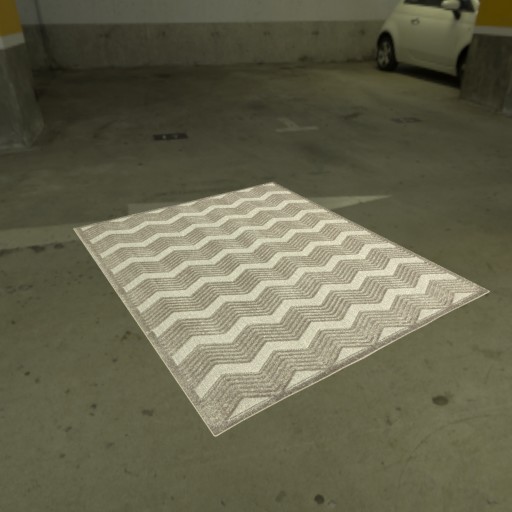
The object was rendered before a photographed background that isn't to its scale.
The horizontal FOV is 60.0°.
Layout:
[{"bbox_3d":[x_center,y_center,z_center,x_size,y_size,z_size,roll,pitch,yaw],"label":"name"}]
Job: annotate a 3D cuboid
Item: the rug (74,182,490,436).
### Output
[{"bbox_3d":[0.000,0.000,3.862,2.391,0.005,2.880,-18,34,-29],"label":"rug"}]
